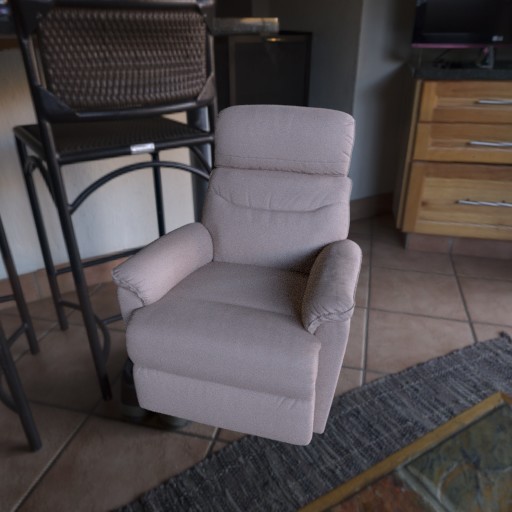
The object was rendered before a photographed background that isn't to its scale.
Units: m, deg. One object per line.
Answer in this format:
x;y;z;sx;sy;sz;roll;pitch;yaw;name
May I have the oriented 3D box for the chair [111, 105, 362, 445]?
0.000;0.000;1.752;0.820;1.037;1.004;7;27;15;chair
